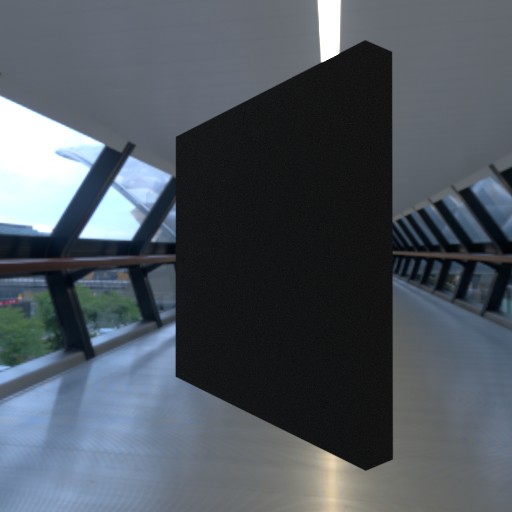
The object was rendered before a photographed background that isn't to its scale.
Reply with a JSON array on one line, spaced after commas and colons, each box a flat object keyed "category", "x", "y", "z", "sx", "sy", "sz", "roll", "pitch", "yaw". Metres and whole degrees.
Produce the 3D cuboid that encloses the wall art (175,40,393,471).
[{"category": "wall art", "x": 0.000, "y": 0.000, "z": 0.447, "sx": 0.030, "sy": 0.305, "sz": 0.308, "roll": 0, "pitch": 0, "yaw": -36}]
